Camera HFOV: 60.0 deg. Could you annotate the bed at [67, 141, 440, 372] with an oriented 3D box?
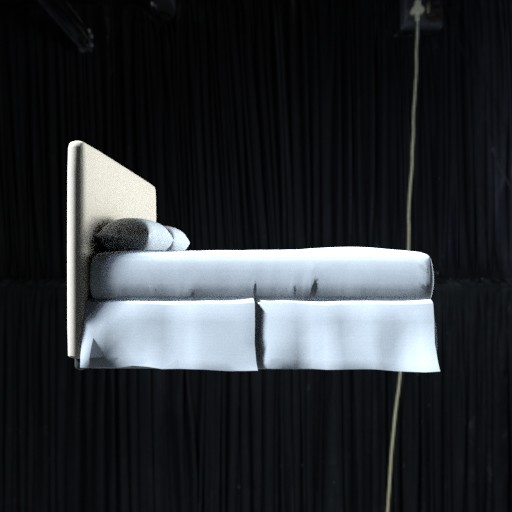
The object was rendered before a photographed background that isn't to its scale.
[{"bbox_3d":[0.000,0.000,3.317,2.142,1.330,1.748,0,0,1],"label":"bed"}]
